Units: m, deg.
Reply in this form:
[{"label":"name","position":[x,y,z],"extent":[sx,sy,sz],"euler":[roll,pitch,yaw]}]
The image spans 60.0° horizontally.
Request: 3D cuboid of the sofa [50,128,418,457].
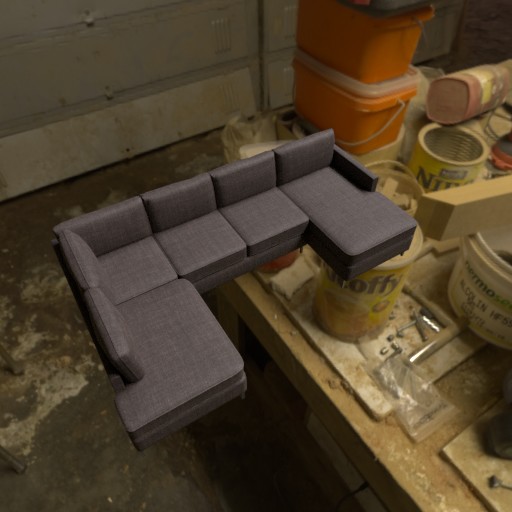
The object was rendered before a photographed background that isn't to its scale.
[{"label":"sofa","position":[0.000,0.000,4.381],"extent":[3.423,0.999,2.048],"euler":[-24,51,-21]}]
